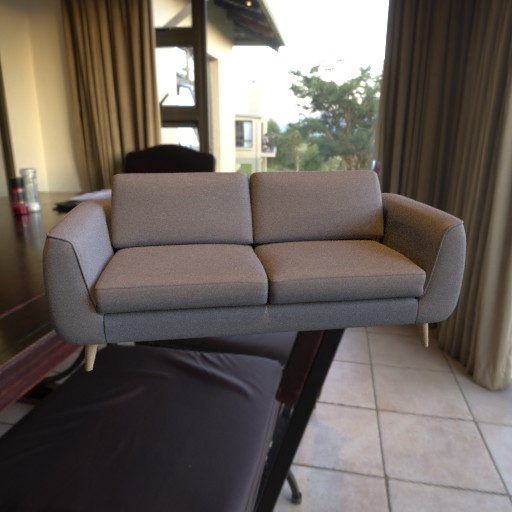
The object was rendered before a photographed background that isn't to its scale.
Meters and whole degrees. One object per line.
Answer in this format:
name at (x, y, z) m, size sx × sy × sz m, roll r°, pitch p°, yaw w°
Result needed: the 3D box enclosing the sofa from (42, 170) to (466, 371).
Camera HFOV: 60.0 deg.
sofa at (0.000, 0.000, 2.500) m, size 2.000 × 0.870 × 0.920 m, roll -2°, pitch 16°, yaw -8°
